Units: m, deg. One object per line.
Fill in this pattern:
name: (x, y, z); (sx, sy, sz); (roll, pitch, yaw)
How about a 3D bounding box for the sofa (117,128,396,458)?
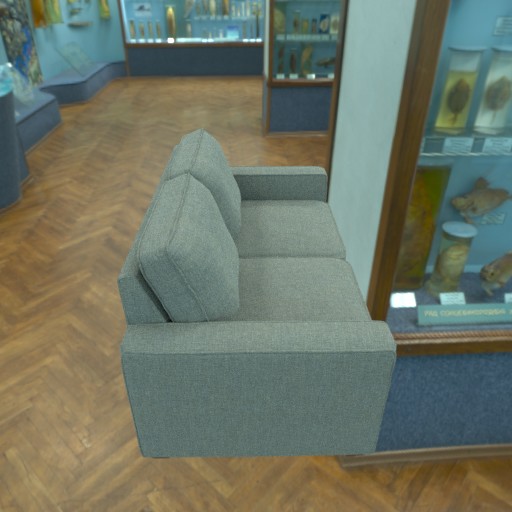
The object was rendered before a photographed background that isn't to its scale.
sofa: (0.000, 0.000, 2.230); (0.945, 0.915, 1.706); (-1, 32, -1)
